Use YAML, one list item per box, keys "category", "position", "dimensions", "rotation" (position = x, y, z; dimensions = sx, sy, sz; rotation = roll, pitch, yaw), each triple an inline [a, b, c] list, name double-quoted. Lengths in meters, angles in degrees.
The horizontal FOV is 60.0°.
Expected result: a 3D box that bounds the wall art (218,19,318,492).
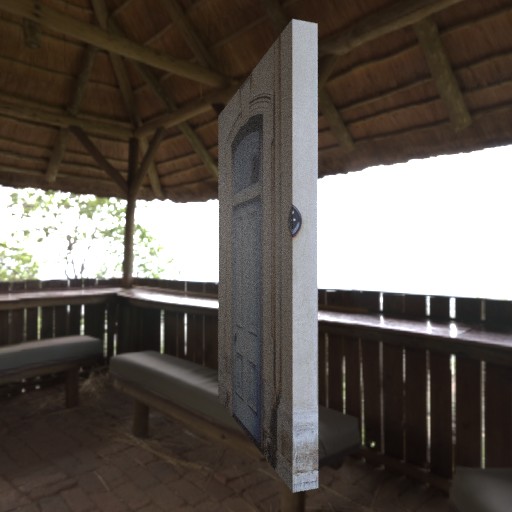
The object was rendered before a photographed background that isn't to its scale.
- category: "wall art"
  position: [0.000, 0.000, 0.765]
  dimensions: [0.036, 0.607, 0.403]
  rotation: [0, -1, -18]
